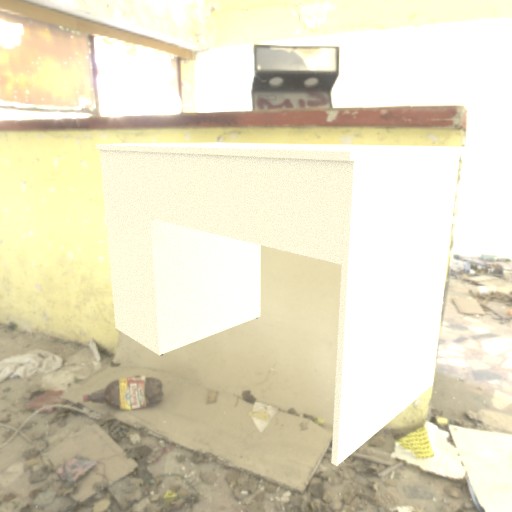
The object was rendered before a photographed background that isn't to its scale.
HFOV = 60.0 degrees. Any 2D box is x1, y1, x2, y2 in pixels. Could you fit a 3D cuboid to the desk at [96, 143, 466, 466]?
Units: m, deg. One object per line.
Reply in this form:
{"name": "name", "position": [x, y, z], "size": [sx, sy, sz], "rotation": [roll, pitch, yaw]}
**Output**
{"name": "desk", "position": [0.000, 0.000, 1.518], "size": [0.560, 0.735, 1.097], "rotation": [-14, 21, -42]}
